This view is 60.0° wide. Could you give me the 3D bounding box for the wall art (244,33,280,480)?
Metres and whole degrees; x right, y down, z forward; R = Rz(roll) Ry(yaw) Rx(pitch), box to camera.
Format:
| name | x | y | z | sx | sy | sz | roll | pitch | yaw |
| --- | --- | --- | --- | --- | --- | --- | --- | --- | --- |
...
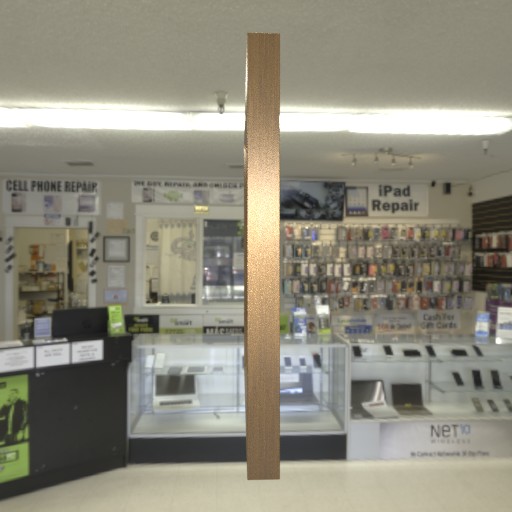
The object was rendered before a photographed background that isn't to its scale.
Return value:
| name | x | y | z | sx | sy | sz | roll | pitch | yaw |
| --- | --- | --- | --- | --- | --- | --- | --- | --- | --- |
| wall art | 0.000 | 0.000 | 0.753 | 0.037 | 0.505 | 0.505 | 0 | 0 | -2 |
